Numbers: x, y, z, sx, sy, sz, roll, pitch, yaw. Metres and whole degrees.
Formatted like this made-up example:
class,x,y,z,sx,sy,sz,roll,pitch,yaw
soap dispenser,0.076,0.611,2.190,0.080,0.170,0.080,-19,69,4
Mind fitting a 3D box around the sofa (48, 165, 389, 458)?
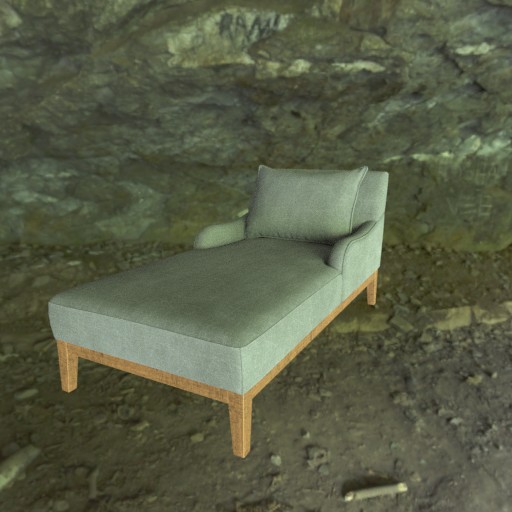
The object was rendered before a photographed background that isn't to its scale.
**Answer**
class,x,y,z,sx,sy,sz,roll,pitch,yaw
sofa,0.000,0.000,2.238,0.894,0.859,1.779,7,15,28
